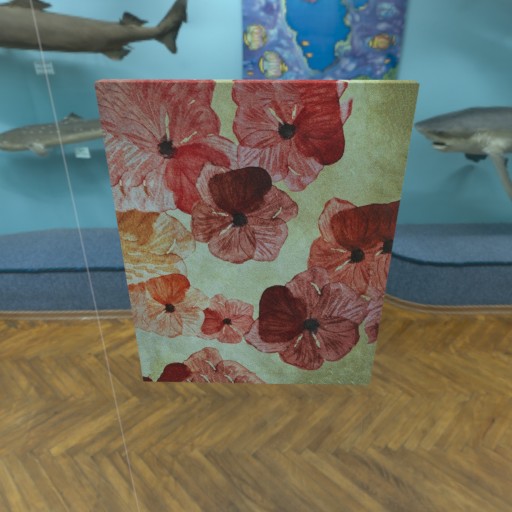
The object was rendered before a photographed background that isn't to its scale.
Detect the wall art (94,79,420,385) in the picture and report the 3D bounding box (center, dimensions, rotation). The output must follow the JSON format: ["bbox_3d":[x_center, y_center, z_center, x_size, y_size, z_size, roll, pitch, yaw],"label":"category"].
[{"bbox_3d":[0.000,0.000,0.686,0.406,0.508,0.028,1,29,1],"label":"wall art"}]
